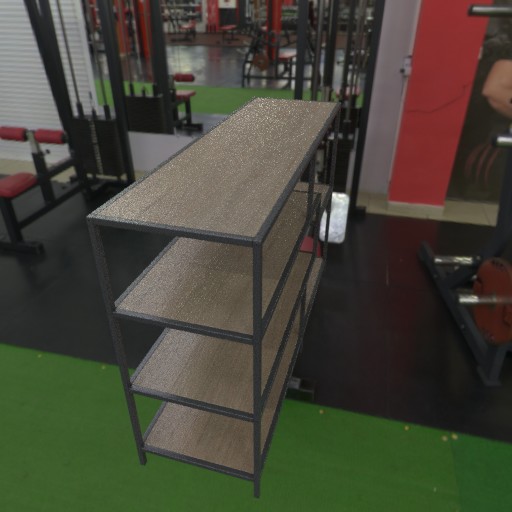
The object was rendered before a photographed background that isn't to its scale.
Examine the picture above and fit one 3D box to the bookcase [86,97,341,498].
[{"bbox_3d":[0.000,0.000,1.480,0.350,0.780,1.140,9,32,14],"label":"bookcase"}]
